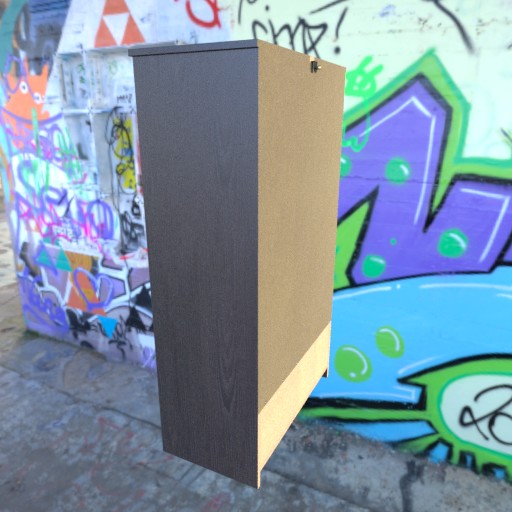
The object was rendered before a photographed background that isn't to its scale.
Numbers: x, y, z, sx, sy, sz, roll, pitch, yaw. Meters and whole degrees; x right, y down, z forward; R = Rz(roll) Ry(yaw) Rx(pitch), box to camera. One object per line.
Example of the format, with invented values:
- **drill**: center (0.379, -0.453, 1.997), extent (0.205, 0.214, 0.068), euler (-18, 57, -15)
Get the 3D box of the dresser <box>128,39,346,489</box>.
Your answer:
- **dresser**: center (0.000, 0.000, 1.540), extent (0.418, 1.254, 0.704), euler (9, 20, 25)
